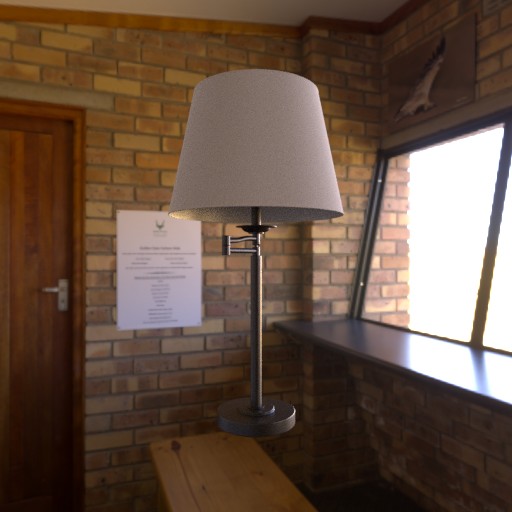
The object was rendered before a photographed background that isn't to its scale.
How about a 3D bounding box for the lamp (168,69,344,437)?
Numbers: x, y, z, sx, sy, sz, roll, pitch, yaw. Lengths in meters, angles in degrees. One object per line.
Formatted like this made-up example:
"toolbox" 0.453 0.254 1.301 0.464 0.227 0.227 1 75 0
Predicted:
"lamp" 0.000 0.000 0.931 0.363 0.696 0.363 0 0 0
